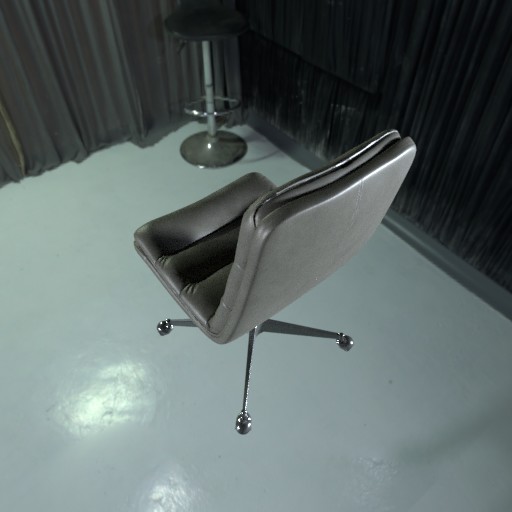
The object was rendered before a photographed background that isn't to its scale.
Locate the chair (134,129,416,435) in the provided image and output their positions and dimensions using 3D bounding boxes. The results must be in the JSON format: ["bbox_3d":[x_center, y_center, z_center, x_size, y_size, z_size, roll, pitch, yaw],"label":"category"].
[{"bbox_3d":[0.000,0.000,1.035,0.422,0.738,0.485,-32,54,-26],"label":"chair"}]
